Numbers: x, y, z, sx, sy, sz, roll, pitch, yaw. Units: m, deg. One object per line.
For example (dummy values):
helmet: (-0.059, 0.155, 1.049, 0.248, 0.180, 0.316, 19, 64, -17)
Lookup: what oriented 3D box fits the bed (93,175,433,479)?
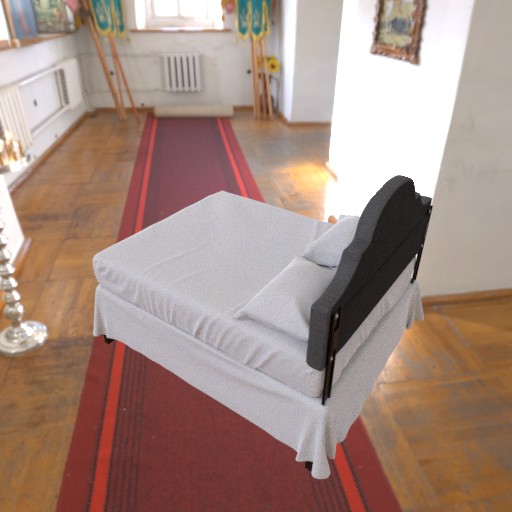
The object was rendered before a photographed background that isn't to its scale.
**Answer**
bed: (0.000, 0.000, 3.315, 2.222, 1.634, 1.780, 21, 37, 30)
